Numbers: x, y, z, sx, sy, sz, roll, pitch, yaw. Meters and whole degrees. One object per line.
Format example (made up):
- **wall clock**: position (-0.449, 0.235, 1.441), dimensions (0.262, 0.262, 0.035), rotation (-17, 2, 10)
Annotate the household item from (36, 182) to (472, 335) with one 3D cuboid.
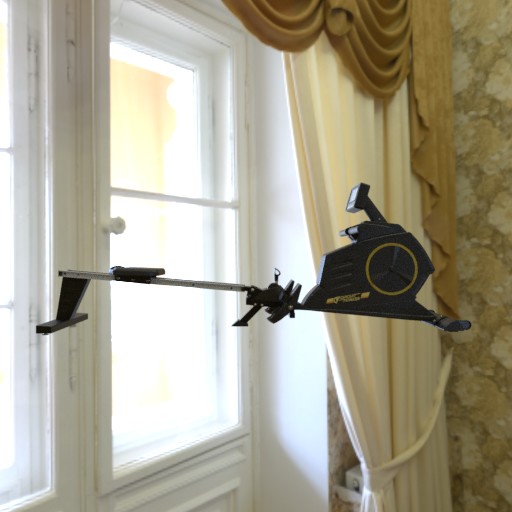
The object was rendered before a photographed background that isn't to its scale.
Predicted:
- **household item**: position (0.000, 0.000, 2.536), dimensions (2.251, 0.810, 0.521), rotation (0, 0, -1)
